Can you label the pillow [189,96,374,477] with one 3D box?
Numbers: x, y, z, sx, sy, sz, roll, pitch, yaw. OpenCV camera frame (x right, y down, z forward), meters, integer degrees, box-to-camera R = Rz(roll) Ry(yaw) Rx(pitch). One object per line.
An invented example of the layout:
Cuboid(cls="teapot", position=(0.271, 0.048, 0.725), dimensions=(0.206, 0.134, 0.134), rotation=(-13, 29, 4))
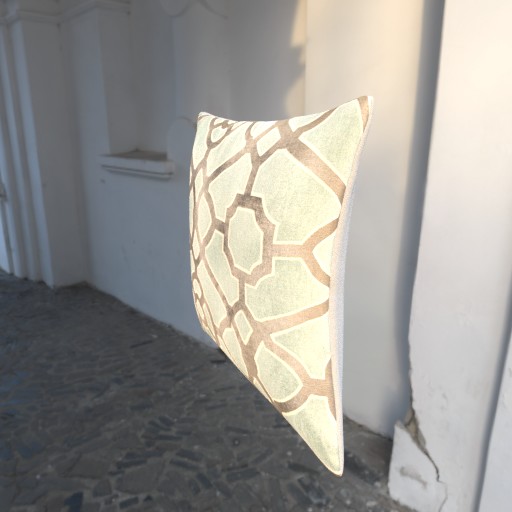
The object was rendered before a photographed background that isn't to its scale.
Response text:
Cuboid(cls="pillow", position=(0.000, 0.000, 0.791), dimensions=(0.166, 0.508, 0.552), rotation=(-8, 18, -25))
